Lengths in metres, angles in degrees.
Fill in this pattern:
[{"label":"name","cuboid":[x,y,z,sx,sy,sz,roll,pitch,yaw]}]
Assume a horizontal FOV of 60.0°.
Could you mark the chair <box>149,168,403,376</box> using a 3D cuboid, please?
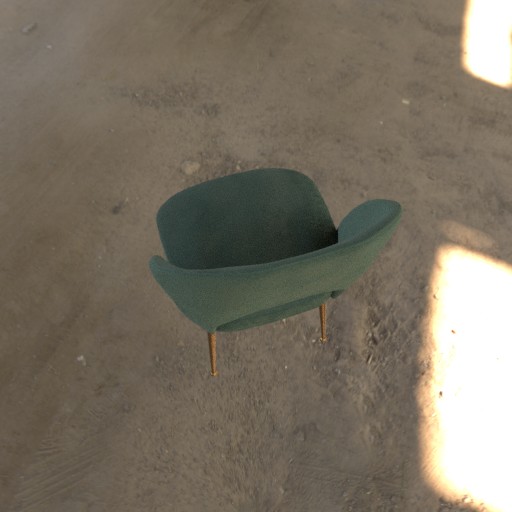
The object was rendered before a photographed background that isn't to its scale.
[{"label":"chair","cuboid":[0.000,0.000,1.214,0.527,0.860,0.577,-15,59,-9]}]
